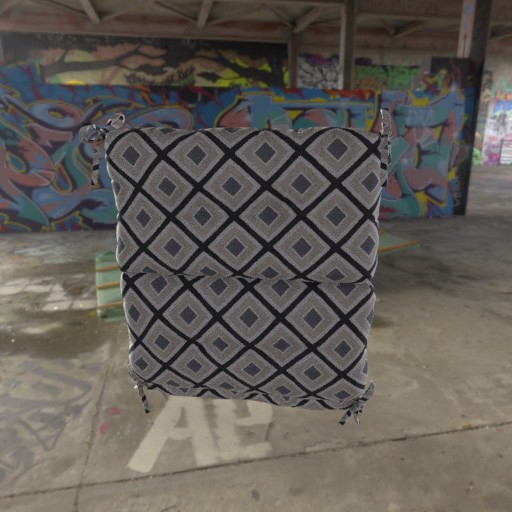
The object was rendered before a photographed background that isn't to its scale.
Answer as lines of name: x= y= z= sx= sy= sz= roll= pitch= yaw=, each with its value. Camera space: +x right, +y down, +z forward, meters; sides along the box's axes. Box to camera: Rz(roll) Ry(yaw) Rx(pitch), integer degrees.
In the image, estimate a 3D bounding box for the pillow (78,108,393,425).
pillow: x=0.000 y=0.000 z=0.997 sx=0.519 sy=0.605 sz=0.571 roll=2 pitch=16 yaw=9
